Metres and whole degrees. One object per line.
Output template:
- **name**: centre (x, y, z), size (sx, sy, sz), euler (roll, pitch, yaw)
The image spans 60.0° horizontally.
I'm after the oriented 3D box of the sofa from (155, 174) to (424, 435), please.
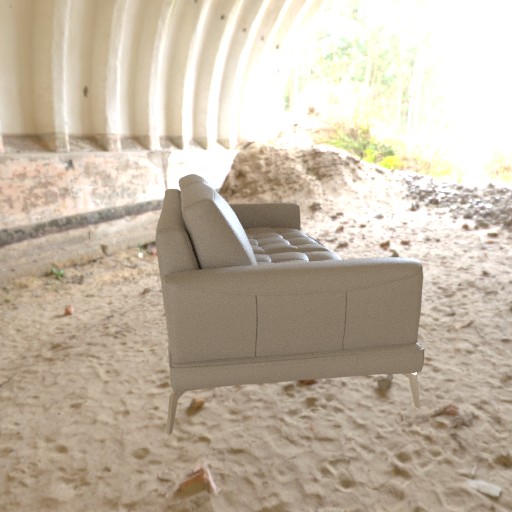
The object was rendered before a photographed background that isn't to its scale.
- **sofa**: centre (0.000, 0.000, 2.761), size (1.121, 0.930, 2.177), euler (-2, 14, -10)
